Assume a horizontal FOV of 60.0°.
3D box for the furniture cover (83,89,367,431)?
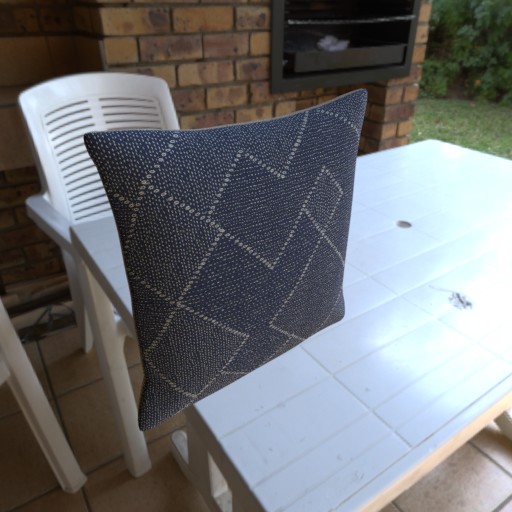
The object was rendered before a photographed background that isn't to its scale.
[{"bbox_3d":[0.000,0.000,0.768,0.511,0.503,0.162,-22,36,-33],"label":"furniture cover"}]
